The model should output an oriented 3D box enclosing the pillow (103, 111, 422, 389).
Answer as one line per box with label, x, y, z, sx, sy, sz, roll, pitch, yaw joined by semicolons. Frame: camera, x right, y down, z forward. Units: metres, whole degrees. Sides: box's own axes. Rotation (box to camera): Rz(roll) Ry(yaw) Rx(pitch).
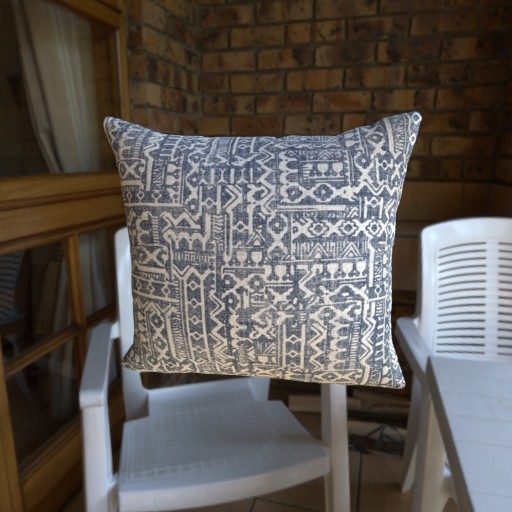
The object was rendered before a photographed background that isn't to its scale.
pillow;0.000;0.000;0.793;0.546;0.487;0.180;2;13;9
